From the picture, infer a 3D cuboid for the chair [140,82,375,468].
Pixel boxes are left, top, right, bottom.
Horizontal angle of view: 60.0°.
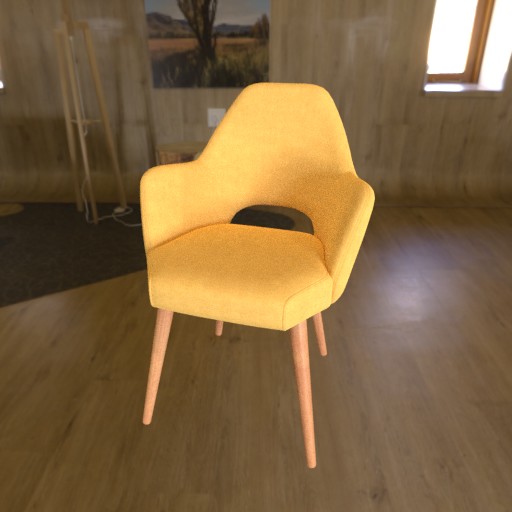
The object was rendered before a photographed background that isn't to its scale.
[{"bbox_3d":[0.000,0.000,1.210,0.590,0.840,0.610,8,27,16],"label":"chair"}]
